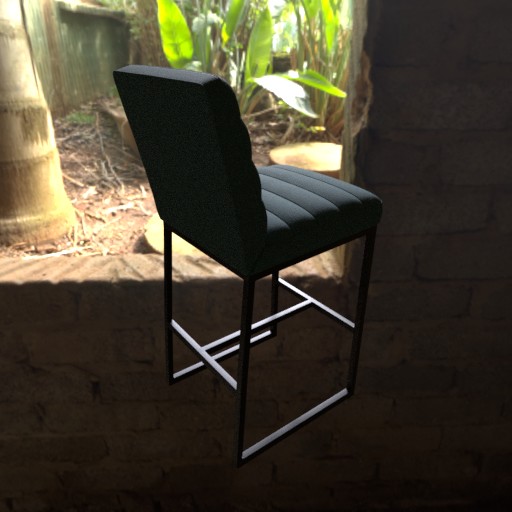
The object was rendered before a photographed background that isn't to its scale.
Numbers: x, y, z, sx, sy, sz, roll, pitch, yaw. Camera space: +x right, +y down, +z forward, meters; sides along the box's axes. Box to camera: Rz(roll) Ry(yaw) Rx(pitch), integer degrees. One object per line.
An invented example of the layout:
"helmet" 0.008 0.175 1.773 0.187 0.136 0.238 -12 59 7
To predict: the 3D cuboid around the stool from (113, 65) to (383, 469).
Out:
"stool" 0.000 0.000 1.306 0.560 1.040 0.460 -18 32 -33
